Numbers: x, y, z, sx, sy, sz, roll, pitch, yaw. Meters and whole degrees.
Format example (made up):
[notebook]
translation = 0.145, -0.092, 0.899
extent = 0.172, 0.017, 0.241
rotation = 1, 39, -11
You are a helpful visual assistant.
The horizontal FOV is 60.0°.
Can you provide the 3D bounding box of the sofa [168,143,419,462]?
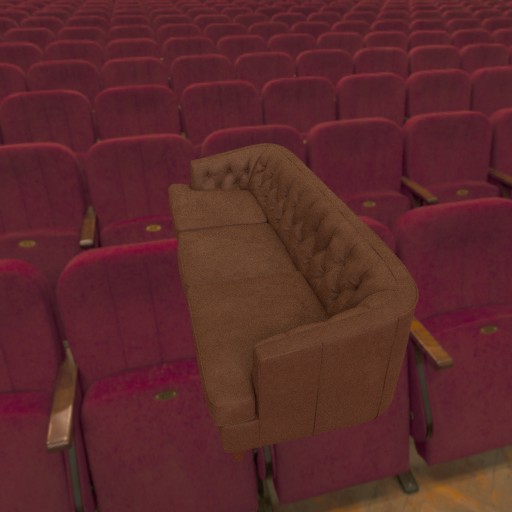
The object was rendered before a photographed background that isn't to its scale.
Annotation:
[sofa]
translation = 0.000, 0.000, 2.669
extent = 0.927, 0.787, 2.227
rotation = -7, 32, -12
